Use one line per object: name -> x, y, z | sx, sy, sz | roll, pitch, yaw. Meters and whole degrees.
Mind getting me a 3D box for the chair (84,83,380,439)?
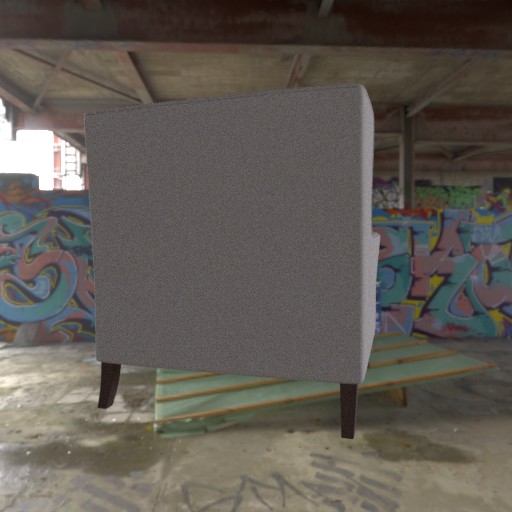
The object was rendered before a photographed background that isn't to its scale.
chair -> 0.000, 0.000, 1.856 | 0.982, 1.056, 1.040 | 0, 1, 17
